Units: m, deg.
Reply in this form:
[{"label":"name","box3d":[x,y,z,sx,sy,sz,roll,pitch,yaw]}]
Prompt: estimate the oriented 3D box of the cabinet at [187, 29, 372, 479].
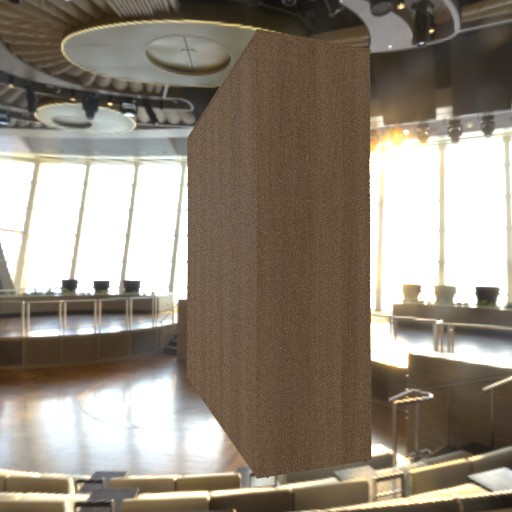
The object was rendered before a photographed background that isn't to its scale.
[{"label":"cabinet","box3d":[0.000,0.000,3.010,0.620,2.060,1.870,0,-1,-19]}]
